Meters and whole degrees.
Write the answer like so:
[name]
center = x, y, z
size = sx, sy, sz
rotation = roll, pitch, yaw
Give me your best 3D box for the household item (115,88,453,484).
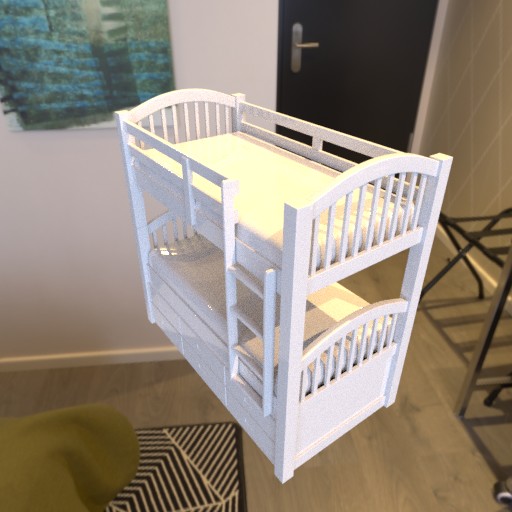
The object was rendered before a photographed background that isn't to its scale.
[household item]
center = 0.000, 0.000, 3.271
size = 1.143, 2.032, 2.032
rotation = -21, 37, -30
